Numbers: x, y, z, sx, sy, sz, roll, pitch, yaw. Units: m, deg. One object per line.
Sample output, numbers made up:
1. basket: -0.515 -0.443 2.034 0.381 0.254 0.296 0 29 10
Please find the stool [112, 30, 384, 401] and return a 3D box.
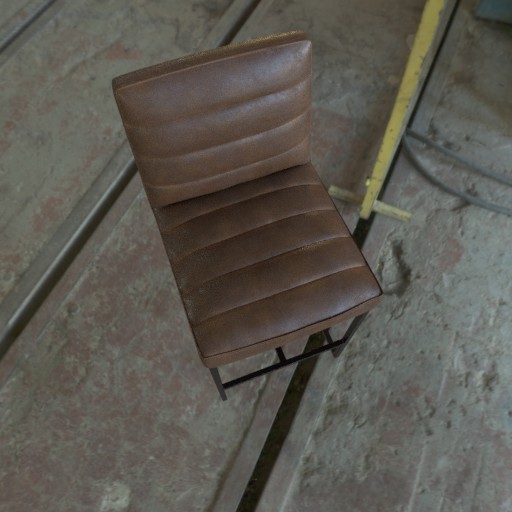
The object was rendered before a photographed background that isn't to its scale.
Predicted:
1. stool: 0.000 0.000 1.238 0.463 0.942 0.562 -19 65 -9
